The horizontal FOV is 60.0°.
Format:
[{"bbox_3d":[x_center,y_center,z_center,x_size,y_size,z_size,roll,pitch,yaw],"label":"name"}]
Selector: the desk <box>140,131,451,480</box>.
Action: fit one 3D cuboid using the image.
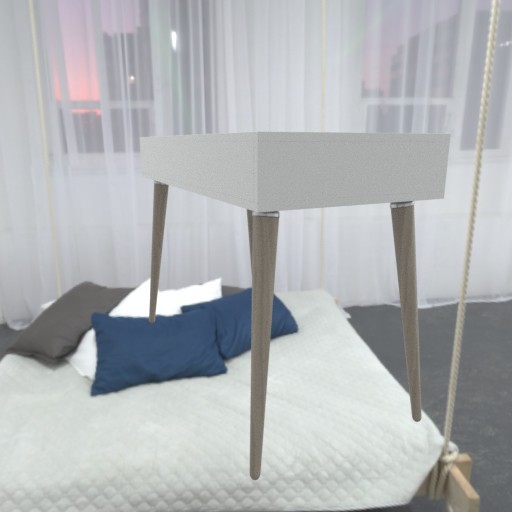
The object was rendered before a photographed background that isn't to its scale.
[{"bbox_3d":[0.000,0.000,1.383,0.491,0.723,0.979,-7,16,-25],"label":"desk"}]
